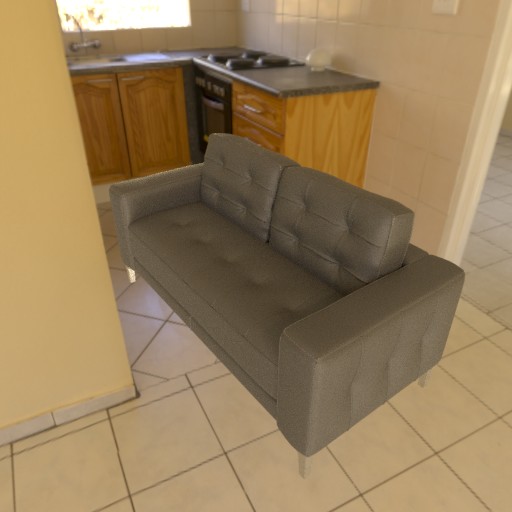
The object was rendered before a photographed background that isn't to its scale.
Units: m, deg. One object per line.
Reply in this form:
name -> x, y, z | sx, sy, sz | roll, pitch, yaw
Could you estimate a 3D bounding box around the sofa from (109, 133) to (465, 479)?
sofa -> 0.000, 0.000, 2.201 | 0.833, 0.892, 1.726 | -21, 38, -31
